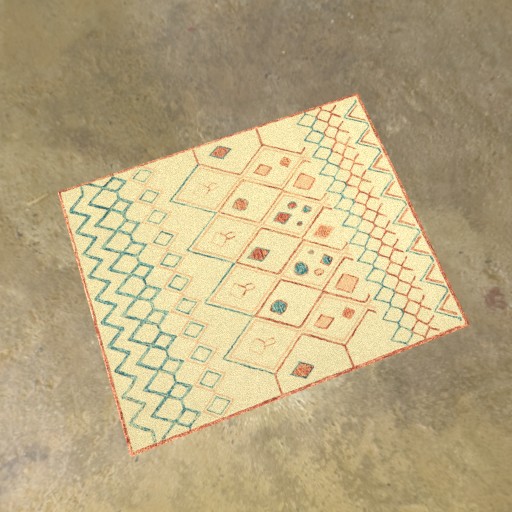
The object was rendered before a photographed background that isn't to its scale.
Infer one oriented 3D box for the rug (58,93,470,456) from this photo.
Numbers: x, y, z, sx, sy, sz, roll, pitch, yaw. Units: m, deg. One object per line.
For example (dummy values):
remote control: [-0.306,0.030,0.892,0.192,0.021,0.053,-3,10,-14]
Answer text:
rug: [0.000,0.000,3.989,3.050,0.016,2.441,-20,77,-5]
